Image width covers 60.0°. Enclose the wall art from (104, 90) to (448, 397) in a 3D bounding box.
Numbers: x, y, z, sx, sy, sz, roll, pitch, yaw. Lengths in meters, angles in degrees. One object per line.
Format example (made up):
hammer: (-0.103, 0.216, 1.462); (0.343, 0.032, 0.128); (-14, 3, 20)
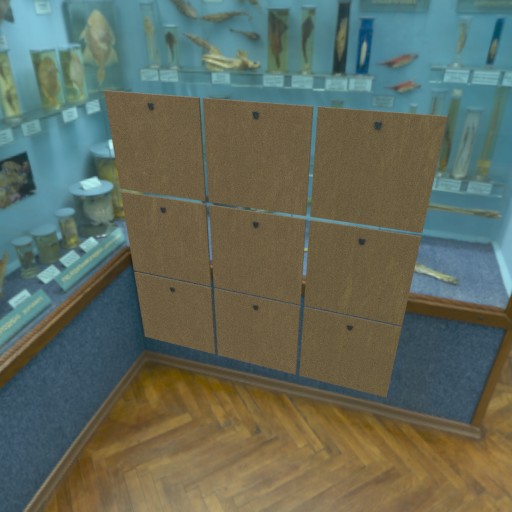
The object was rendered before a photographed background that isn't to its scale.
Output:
wall art: (0.000, 0.000, 2.274); (1.526, 1.522, 0.023); (10, 32, 16)
